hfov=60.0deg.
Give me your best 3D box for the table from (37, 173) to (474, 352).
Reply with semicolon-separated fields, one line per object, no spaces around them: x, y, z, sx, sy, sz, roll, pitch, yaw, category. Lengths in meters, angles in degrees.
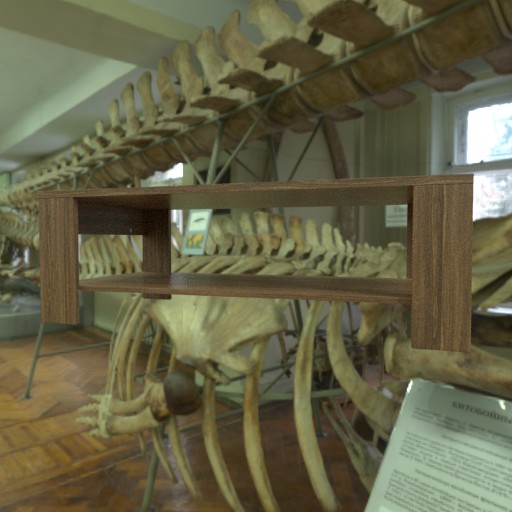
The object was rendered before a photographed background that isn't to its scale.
0.000;0.000;1.454;1.200;0.400;0.600;1;2;17;table
